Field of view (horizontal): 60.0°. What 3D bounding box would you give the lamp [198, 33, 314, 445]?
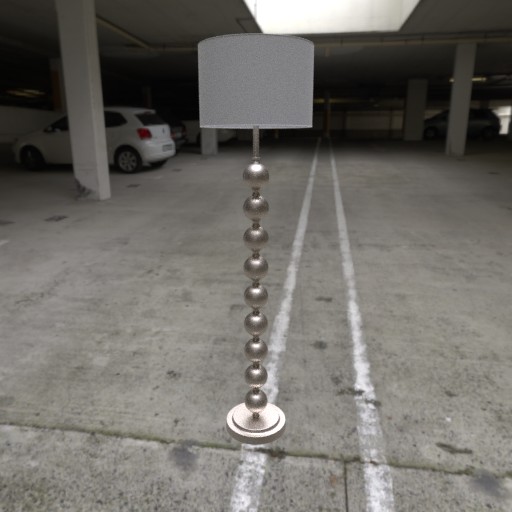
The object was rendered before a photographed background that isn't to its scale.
[{"bbox_3d":[0.000,0.000,1.683,0.394,1.474,0.394,2,15,8],"label":"lamp"}]
